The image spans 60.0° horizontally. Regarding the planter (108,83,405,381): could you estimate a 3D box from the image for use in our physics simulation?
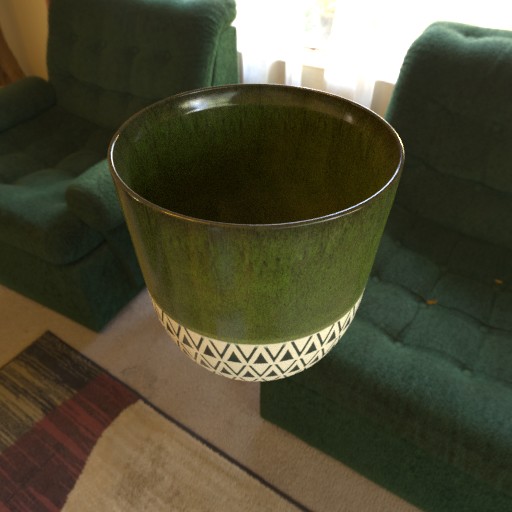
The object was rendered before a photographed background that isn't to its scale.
[{"bbox_3d":[0.000,0.000,0.466,0.245,0.270,0.245,0,42,0],"label":"planter"}]
